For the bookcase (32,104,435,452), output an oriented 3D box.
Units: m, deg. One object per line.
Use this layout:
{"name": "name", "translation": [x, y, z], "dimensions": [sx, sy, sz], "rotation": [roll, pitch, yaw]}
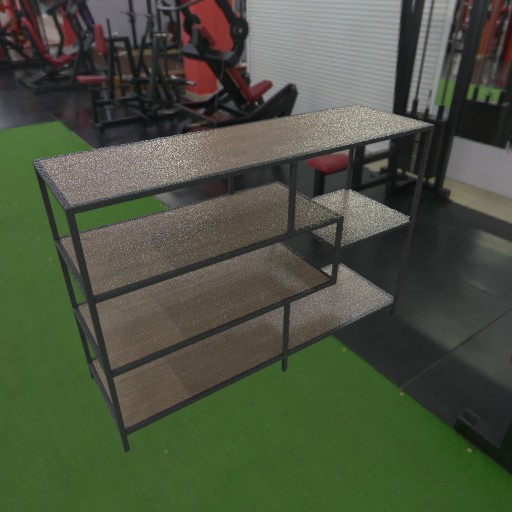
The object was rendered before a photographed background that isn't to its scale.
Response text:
{"name": "bookcase", "translation": [0.000, 0.000, 1.477], "dimensions": [1.140, 0.780, 0.350], "rotation": [-19, 36, -28]}
